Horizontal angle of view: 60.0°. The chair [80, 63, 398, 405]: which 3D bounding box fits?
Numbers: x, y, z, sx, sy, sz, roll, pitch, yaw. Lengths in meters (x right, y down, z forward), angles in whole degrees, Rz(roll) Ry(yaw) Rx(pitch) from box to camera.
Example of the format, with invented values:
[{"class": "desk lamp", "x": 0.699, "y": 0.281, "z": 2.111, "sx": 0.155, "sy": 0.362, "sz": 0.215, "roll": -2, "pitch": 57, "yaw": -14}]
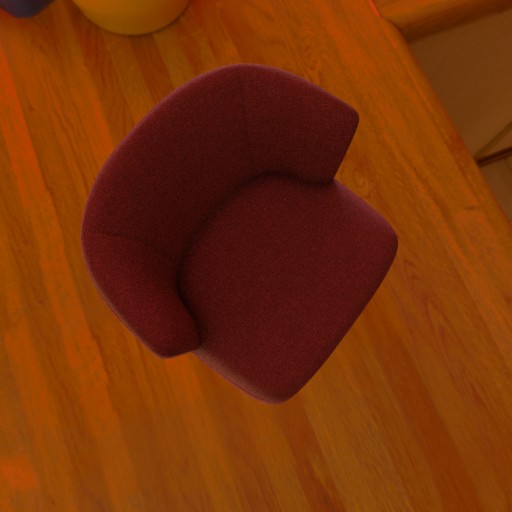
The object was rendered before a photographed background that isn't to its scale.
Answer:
[{"class": "chair", "x": 0.000, "y": 0.000, "z": 1.271, "sx": 0.660, "sy": 0.760, "sz": 0.700, "roll": 37, "pitch": 79, "yaw": 9}]
